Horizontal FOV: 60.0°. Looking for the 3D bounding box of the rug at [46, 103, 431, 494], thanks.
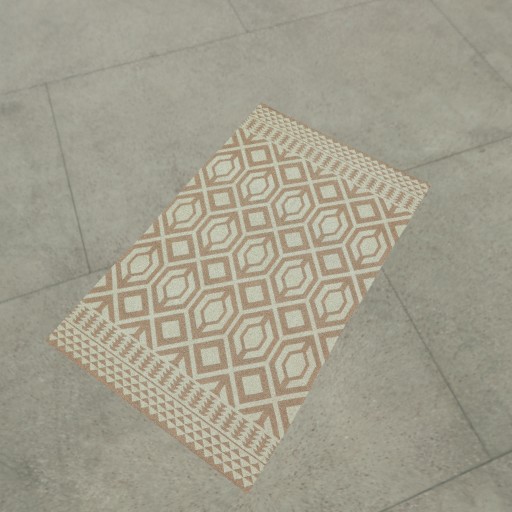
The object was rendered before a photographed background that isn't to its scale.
[{"bbox_3d":[0.000,0.000,3.023,1.526,0.011,2.435,31,67,15],"label":"rug"}]
